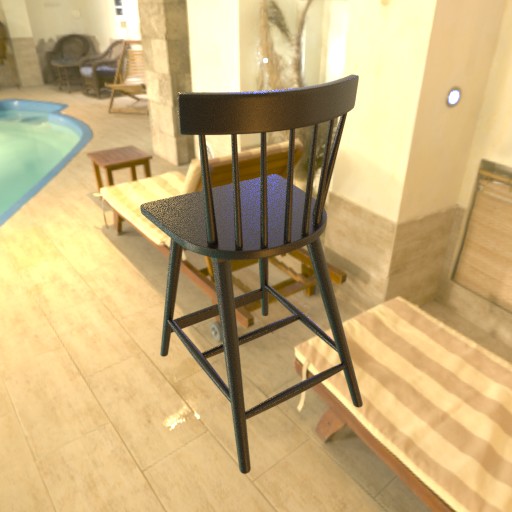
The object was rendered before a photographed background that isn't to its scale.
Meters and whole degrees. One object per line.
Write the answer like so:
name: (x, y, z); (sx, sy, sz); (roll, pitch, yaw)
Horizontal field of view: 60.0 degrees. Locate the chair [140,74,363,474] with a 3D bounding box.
chair: (0.000, 0.000, 1.264); (0.483, 0.952, 0.572); (-18, 34, -28)
